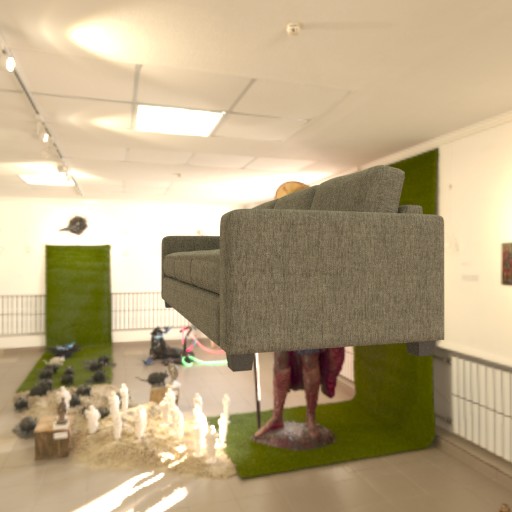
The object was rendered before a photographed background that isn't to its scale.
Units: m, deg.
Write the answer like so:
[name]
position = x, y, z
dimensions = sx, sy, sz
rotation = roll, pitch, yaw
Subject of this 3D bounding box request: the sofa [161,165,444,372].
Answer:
[sofa]
position = 0.000, 0.000, 2.635
dimensions = 0.900, 0.800, 2.160
rotation = 0, 0, -18
